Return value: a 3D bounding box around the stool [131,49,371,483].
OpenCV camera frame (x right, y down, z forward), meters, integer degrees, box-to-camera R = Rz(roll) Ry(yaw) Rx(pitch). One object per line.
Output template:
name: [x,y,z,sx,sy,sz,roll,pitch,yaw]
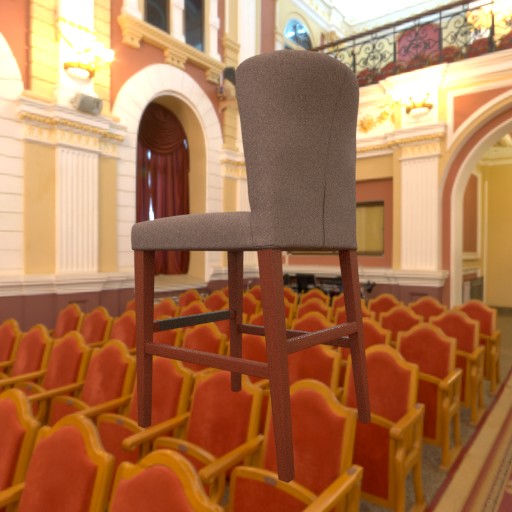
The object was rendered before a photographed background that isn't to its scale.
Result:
stool: [0.000,0.000,1.274,0.568,0.968,0.481,0,0,37]
